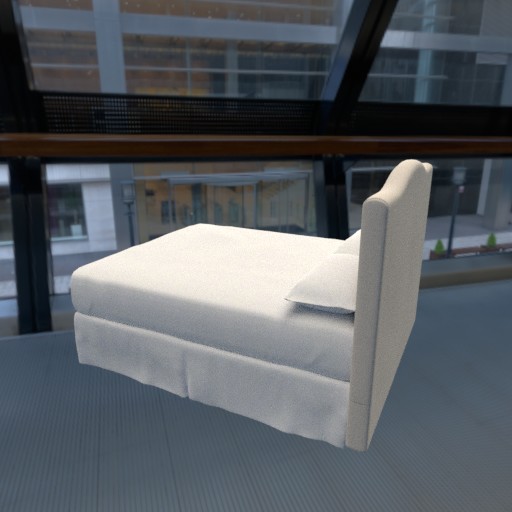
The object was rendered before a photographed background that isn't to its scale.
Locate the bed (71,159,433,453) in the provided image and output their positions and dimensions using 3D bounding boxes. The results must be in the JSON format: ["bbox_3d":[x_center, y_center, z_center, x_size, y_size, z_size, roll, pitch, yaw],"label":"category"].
[{"bbox_3d":[0.000,0.000,3.248,2.143,1.460,1.753,8,19,25],"label":"bed"}]
